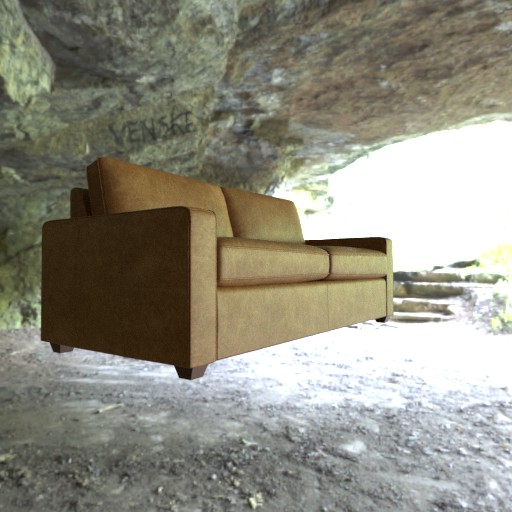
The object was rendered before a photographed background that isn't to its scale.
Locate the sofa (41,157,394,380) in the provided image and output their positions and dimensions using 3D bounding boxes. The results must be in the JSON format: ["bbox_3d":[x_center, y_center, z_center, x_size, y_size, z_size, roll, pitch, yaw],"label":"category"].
[{"bbox_3d":[0.000,0.000,2.646,0.991,0.928,2.156,-1,-2,36],"label":"sofa"}]
